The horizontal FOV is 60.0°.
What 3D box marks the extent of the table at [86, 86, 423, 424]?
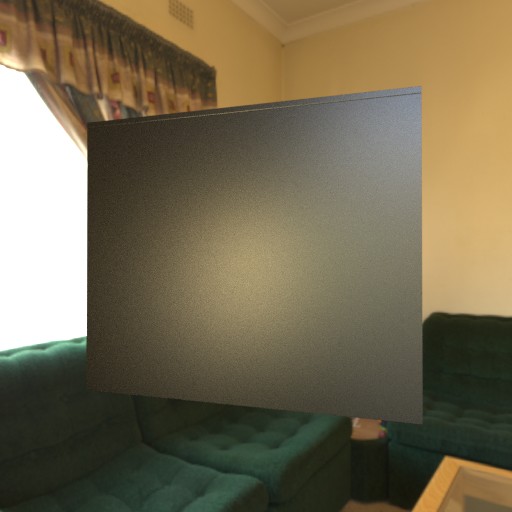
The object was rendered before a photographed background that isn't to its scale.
[{"bbox_3d":[0.000,0.000,1.354,0.930,0.790,0.380,0,-1,17],"label":"table"}]
